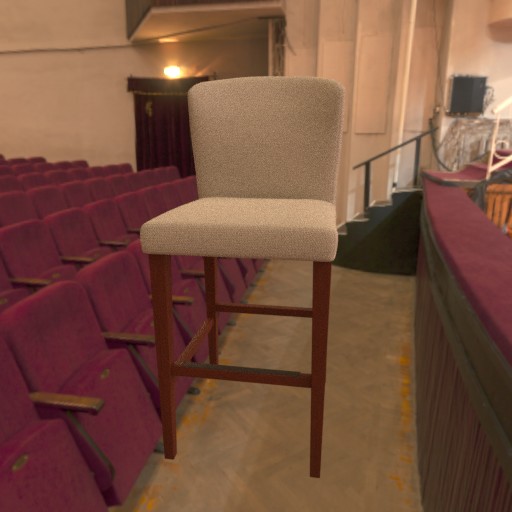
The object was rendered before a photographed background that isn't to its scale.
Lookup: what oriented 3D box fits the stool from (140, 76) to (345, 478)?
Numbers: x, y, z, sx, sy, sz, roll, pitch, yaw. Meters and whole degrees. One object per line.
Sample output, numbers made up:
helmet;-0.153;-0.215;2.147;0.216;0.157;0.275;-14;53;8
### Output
stool;0.000;0.000;1.321;0.481;1.069;0.568;3;15;10
